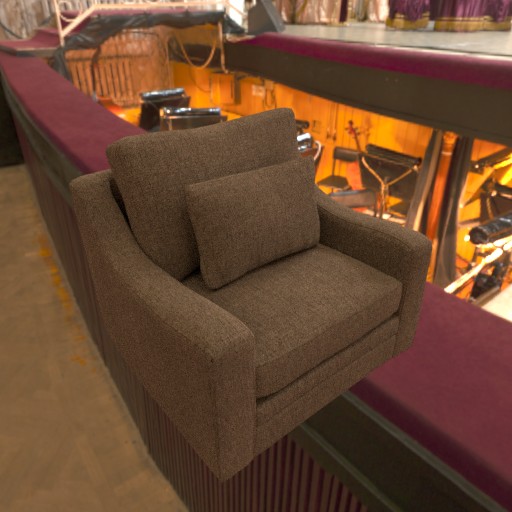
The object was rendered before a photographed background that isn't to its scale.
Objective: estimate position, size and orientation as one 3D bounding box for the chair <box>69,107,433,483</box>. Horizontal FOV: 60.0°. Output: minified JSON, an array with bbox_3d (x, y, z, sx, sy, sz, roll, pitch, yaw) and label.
[{"bbox_3d":[0.000,0.000,1.886,1.138,1.037,1.009,-22,37,-33],"label":"chair"}]
